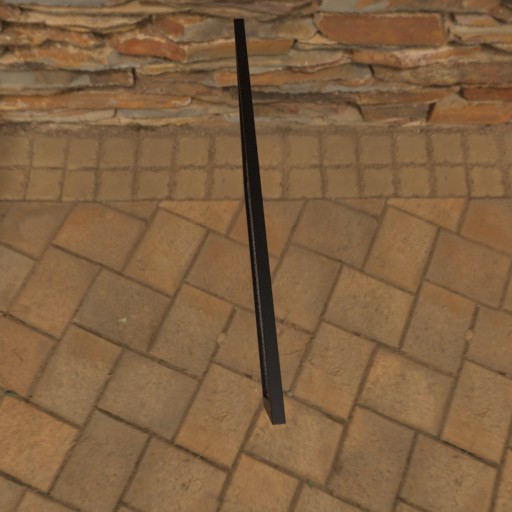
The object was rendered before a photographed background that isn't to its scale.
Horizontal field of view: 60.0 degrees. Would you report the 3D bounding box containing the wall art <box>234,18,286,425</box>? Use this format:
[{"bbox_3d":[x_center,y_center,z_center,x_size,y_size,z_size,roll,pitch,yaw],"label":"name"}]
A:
[{"bbox_3d":[0.000,0.000,0.684,0.012,0.458,0.457,-5,73,-2],"label":"wall art"}]
